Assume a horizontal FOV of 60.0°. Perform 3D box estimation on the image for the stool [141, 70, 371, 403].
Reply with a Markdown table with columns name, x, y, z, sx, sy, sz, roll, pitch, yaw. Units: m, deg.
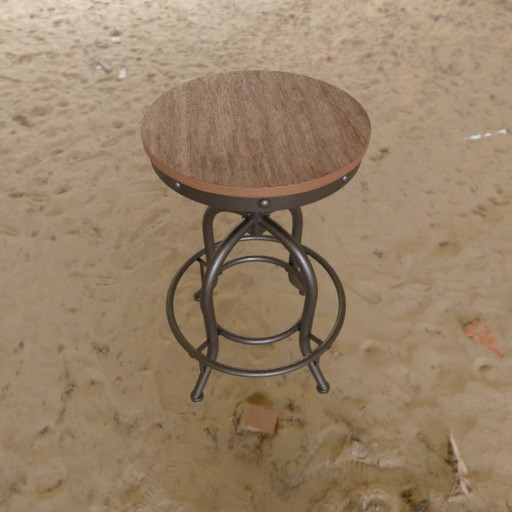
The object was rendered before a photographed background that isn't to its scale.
| name | x | y | z | sx | sy | sz | roll | pitch | yaw |
| --- | --- | --- | --- | --- | --- | --- | --- | --- | --- |
| stool | 0.000 | 0.000 | 0.899 | 0.439 | 0.609 | 0.439 | 32 | 54 | 27 |
